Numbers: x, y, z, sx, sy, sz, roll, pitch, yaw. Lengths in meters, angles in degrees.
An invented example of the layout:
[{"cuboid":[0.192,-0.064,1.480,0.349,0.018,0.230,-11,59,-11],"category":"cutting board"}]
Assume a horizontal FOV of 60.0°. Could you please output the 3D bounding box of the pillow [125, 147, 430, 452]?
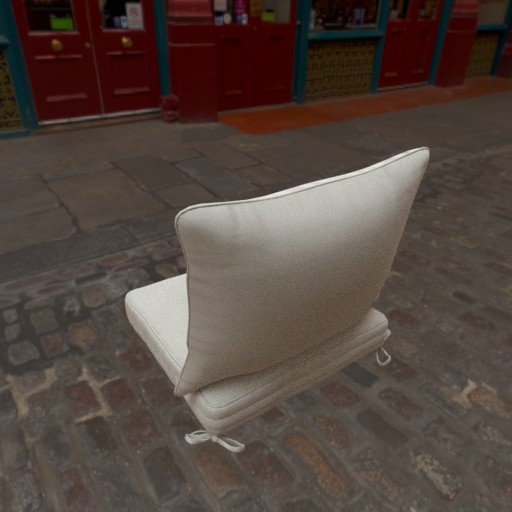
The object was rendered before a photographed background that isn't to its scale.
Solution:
[{"cuboid":[0.000,0.000,1.397,0.798,0.716,0.733,-19,35,-30],"category":"pillow"}]
